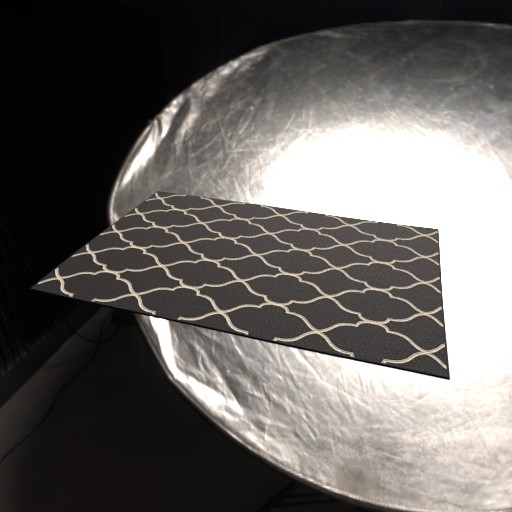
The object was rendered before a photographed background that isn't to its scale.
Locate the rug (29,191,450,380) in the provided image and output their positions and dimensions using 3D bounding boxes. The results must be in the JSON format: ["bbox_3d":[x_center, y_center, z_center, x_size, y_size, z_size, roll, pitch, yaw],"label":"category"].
[{"bbox_3d":[0.000,0.000,2.884,2.294,0.014,1.528,9,32,15],"label":"rug"}]
